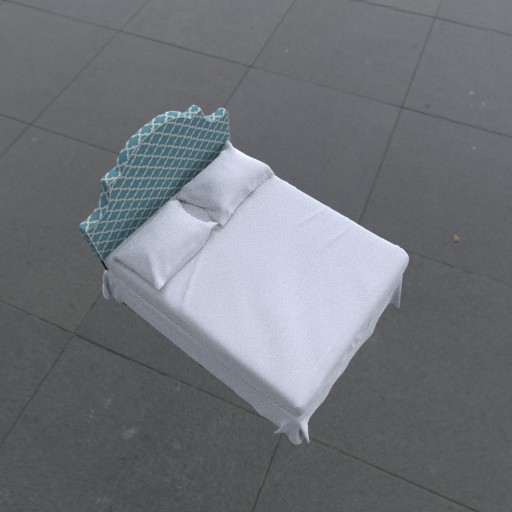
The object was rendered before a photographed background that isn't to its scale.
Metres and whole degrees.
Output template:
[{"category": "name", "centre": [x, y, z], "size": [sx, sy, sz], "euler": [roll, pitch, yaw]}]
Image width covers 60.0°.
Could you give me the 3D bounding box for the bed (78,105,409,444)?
[{"category": "bed", "centre": [0.000, 0.000, 3.510], "size": [2.222, 1.633, 1.780], "euler": [34, 65, 18]}]
